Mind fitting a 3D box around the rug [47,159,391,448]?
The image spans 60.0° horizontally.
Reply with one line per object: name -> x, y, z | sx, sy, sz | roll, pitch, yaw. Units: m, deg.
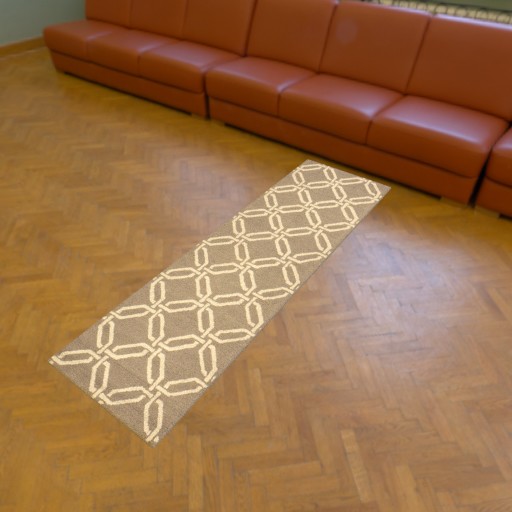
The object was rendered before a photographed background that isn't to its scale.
rug -> 0.000, 0.000, 2.537 | 0.678, 0.014, 2.276 | 25, 47, 26
